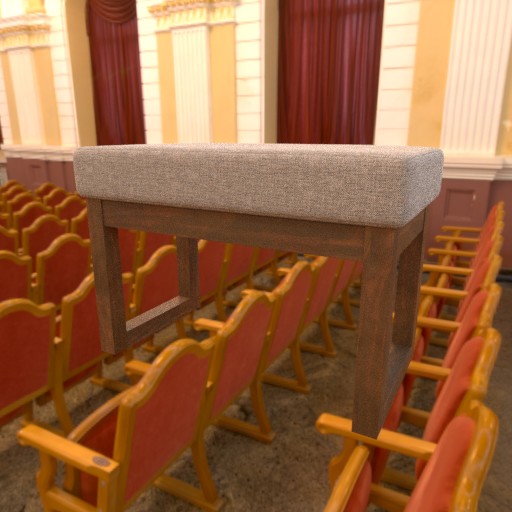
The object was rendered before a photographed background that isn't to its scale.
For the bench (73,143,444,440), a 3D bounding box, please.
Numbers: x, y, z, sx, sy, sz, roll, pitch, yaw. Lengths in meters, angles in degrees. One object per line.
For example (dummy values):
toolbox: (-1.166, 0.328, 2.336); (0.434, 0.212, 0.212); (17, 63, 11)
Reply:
bench: (0.000, 0.000, 0.964); (0.681, 0.467, 0.366); (9, 18, 28)
